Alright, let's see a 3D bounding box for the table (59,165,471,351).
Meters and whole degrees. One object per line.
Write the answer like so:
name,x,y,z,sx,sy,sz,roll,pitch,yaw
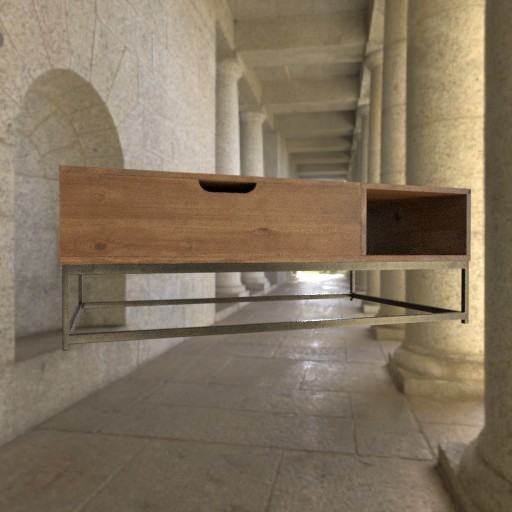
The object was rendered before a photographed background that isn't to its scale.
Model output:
table,0.000,0.000,1.423,1.101,0.395,0.655,0,1,-19
